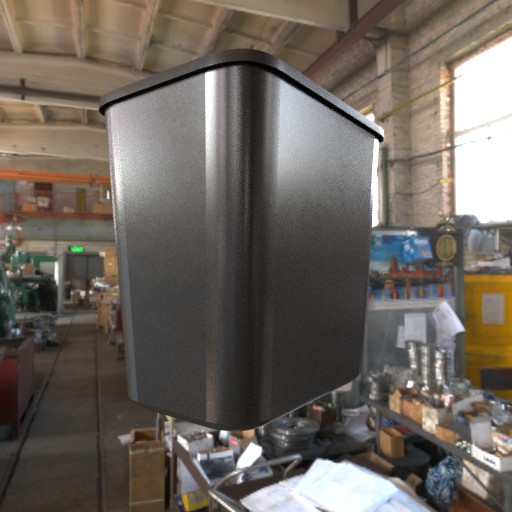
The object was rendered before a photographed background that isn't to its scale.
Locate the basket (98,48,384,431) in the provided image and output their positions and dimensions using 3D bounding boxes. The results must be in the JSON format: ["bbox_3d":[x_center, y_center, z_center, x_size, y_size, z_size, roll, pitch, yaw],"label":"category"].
[{"bbox_3d":[0.000,0.000,0.498,0.211,0.307,0.300,-1,-1,36],"label":"basket"}]
